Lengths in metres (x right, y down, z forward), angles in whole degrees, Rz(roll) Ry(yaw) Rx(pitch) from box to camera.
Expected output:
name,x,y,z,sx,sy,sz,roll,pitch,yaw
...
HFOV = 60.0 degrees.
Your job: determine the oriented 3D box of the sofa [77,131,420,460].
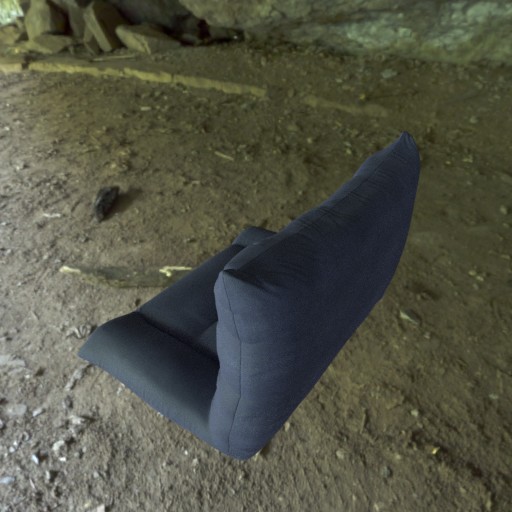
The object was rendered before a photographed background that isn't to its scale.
name,x,y,z,sx,sy,sz,roll,pitch,yaw
sofa,0.000,0.000,1.659,0.849,0.778,1.122,21,38,29
